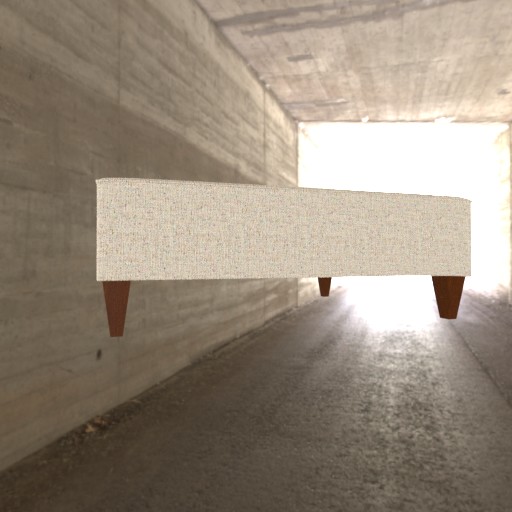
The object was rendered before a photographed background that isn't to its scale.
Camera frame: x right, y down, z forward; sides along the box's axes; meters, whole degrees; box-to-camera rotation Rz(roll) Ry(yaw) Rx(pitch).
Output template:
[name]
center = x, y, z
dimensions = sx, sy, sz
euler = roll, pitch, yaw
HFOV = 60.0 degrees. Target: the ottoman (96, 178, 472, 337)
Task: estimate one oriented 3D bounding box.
[ottoman]
center = 0.000, 0.000, 1.259
dimensions = 0.835, 0.303, 0.736
euler = 0, 0, -18
